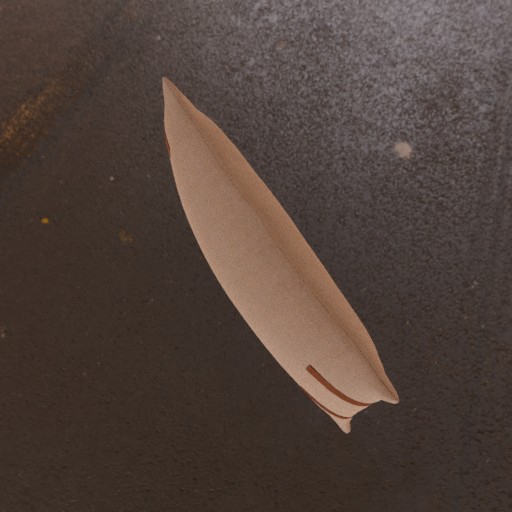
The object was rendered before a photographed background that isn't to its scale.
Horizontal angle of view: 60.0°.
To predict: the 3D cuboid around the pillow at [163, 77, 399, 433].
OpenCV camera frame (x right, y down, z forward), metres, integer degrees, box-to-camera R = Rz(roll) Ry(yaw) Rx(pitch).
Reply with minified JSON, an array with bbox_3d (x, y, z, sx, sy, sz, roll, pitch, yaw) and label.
[{"bbox_3d":[0.000,0.000,0.741,0.148,0.308,0.612,-28,66,-14],"label":"pillow"}]
